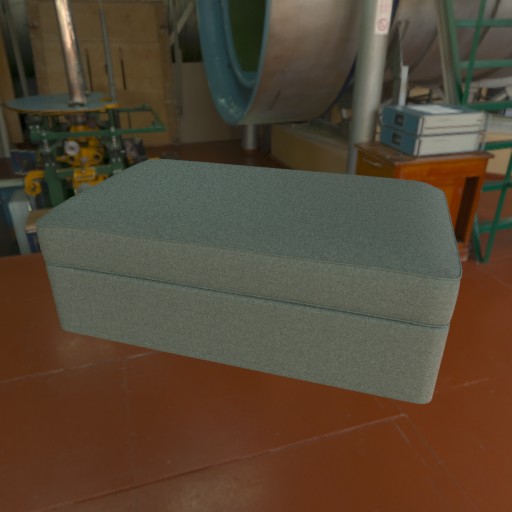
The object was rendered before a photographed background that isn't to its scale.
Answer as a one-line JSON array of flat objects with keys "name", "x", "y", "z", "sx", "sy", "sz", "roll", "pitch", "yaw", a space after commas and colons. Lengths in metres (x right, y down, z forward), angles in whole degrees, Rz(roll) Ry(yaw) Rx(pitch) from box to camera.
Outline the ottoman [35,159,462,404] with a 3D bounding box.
[{"name": "ottoman", "x": 0.000, "y": 0.000, "z": 1.504, "sx": 1.173, "sy": 0.494, "sz": 0.681, "roll": 8, "pitch": 28, "yaw": 15}]
